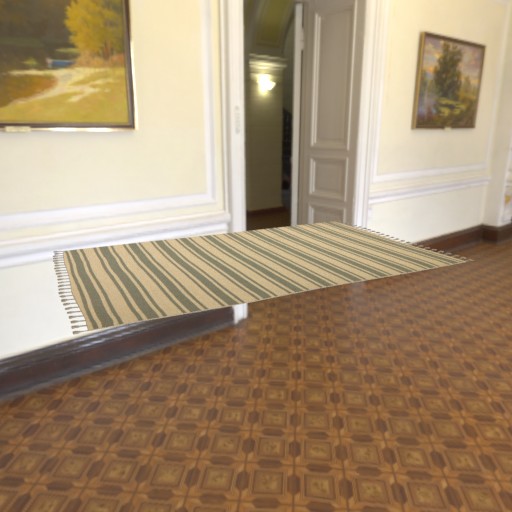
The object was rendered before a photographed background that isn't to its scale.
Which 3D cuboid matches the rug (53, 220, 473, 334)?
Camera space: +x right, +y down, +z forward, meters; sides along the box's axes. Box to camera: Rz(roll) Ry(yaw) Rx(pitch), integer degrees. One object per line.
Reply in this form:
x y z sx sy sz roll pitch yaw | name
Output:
0.000 0.000 2.520 2.084 0.009 1.222 -8 18 -25 | rug
